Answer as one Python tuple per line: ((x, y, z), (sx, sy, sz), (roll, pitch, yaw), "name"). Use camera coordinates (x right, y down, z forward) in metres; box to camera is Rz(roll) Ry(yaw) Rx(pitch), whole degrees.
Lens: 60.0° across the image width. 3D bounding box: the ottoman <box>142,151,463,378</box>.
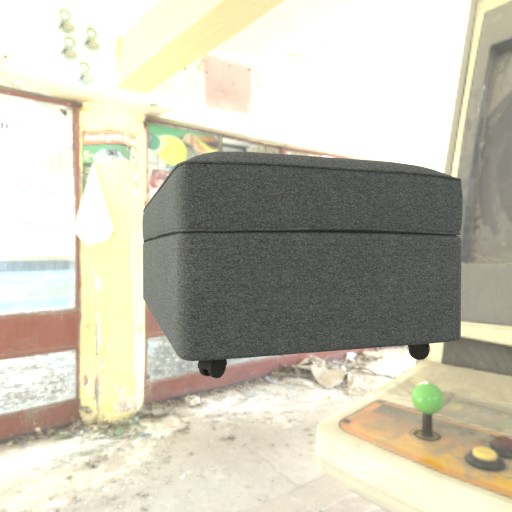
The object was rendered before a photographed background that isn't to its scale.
((0.000, 0.000, 1.494), (0.681, 0.494, 1.173), (0, 1, -18), "ottoman")
